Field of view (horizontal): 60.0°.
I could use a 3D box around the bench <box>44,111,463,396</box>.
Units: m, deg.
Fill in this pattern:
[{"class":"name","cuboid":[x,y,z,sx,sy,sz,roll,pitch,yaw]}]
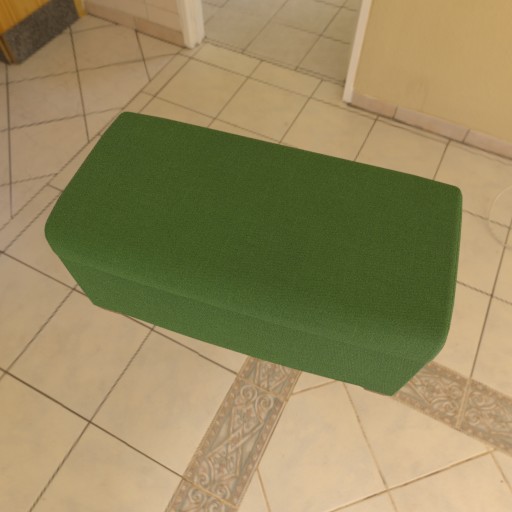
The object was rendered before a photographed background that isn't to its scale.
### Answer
[{"class":"bench","cuboid":[0.000,0.000,1.297,0.989,0.501,0.505,15,60,9]}]
